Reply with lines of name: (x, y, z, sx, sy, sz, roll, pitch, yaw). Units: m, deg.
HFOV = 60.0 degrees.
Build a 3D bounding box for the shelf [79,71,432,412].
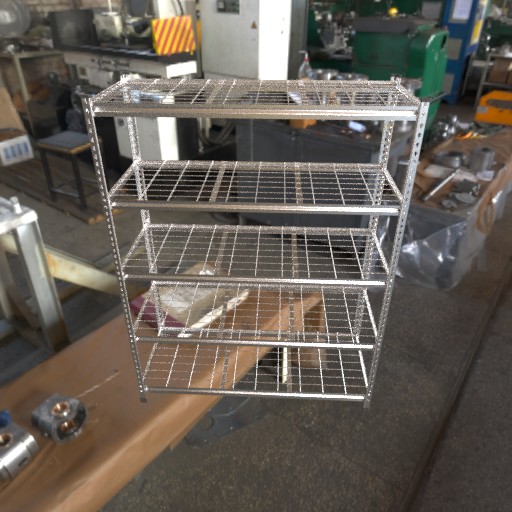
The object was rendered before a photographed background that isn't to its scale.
shelf: (0.000, 0.000, 2.682, 1.524, 1.981, 0.610, 2, 32, 2)
